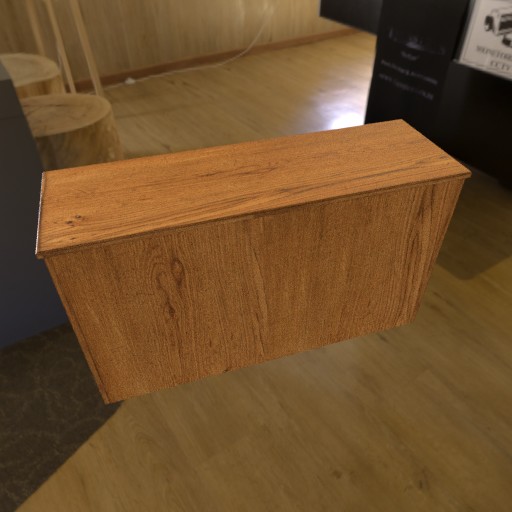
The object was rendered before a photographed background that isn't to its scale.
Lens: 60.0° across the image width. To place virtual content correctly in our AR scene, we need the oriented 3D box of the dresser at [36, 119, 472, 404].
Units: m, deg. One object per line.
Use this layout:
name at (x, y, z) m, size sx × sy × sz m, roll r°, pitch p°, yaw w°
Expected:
dresser at (0.000, 0.000, 2.111) m, size 1.657 × 0.932 × 0.563 m, roll -12°, pitch 43°, yaw -13°
